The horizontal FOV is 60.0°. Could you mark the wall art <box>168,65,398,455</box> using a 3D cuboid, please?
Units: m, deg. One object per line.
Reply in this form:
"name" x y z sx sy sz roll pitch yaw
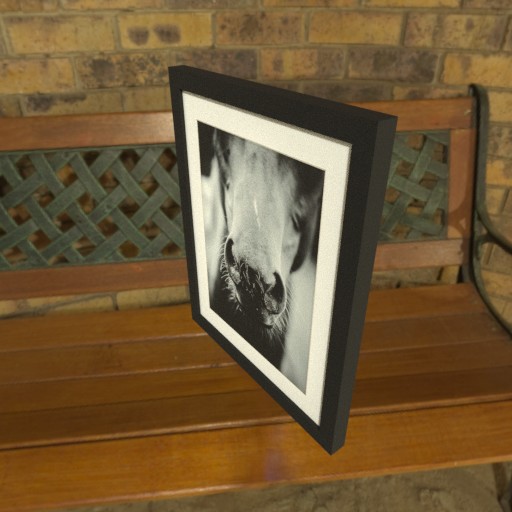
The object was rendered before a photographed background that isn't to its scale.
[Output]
"wall art" 0.000 0.000 0.766 0.033 0.559 0.457 -22 38 -31
